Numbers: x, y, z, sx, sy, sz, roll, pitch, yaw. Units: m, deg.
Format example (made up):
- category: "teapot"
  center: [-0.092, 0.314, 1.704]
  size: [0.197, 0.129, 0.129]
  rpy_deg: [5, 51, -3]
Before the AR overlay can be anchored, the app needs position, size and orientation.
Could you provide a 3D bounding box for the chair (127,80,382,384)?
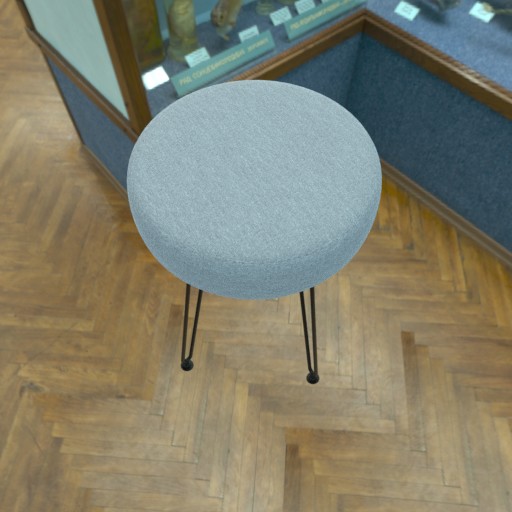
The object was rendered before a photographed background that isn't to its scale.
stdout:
- category: "chair"
  center: [0.000, 0.000, 0.687]
  size: [0.350, 0.440, 0.350]
  rpy_deg: [-34, 64, -19]
